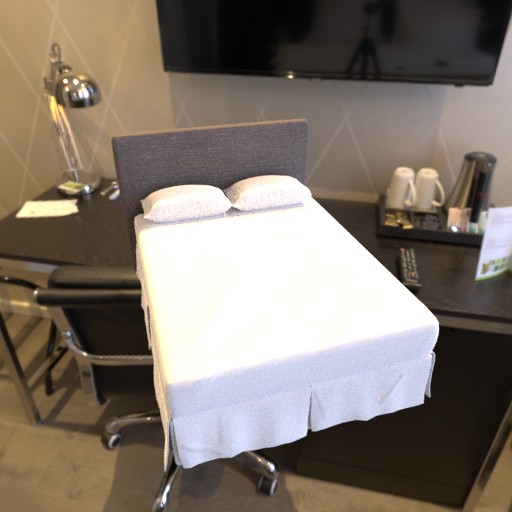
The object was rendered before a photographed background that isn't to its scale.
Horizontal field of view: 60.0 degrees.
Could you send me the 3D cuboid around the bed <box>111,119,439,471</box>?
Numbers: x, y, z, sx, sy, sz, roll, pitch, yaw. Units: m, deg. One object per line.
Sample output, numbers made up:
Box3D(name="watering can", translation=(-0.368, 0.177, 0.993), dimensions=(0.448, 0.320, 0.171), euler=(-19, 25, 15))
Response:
Box3D(name="bed", translation=(0.000, 0.000, 3.155), dimensions=(1.723, 1.330, 2.142), euler=(-9, 33, -15))
